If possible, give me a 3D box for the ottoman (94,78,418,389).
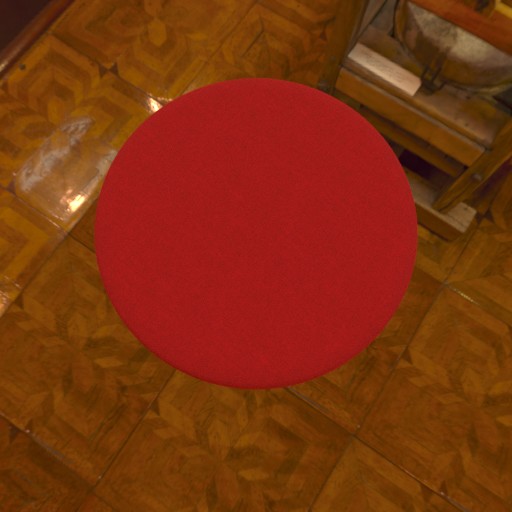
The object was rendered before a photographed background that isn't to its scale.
[{"bbox_3d":[0.000,0.000,0.729,0.400,0.406,0.400,0,77,0],"label":"ottoman"}]
